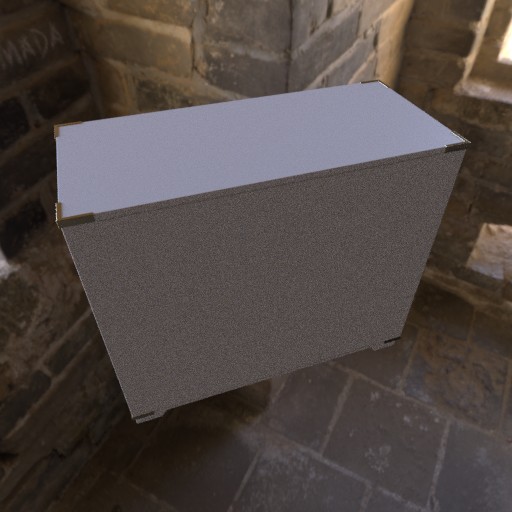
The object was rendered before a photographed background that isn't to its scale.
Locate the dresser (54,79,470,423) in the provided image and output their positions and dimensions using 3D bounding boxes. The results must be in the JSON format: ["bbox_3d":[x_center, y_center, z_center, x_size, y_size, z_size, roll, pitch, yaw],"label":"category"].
[{"bbox_3d":[0.000,0.000,1.490,1.022,0.891,0.460,-13,44,-14],"label":"dresser"}]
